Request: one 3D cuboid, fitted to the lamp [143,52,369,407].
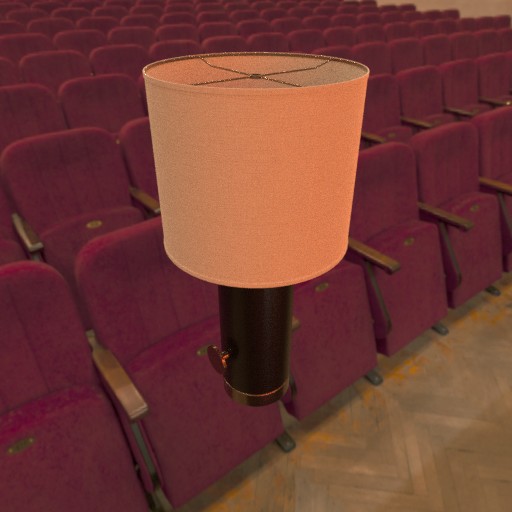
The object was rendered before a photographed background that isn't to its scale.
[{"bbox_3d":[0.000,0.000,0.607,0.240,0.482,0.241,-22,38,-31],"label":"lamp"}]
